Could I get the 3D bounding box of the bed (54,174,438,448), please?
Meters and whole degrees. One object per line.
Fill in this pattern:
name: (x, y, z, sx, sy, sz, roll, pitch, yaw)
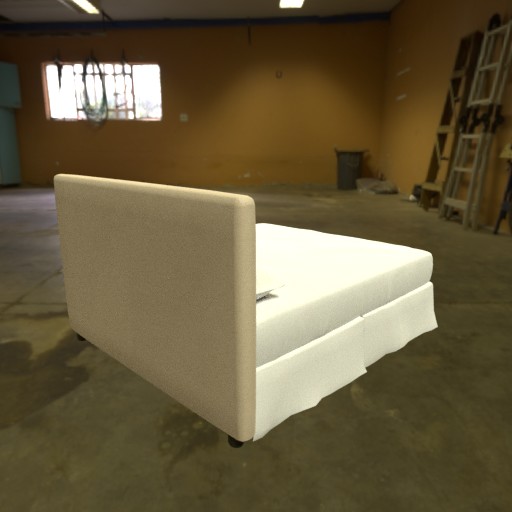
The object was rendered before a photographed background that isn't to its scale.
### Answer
bed: (0.000, 0.000, 3.543, 2.119, 1.317, 2.319, 14, 20, 43)
